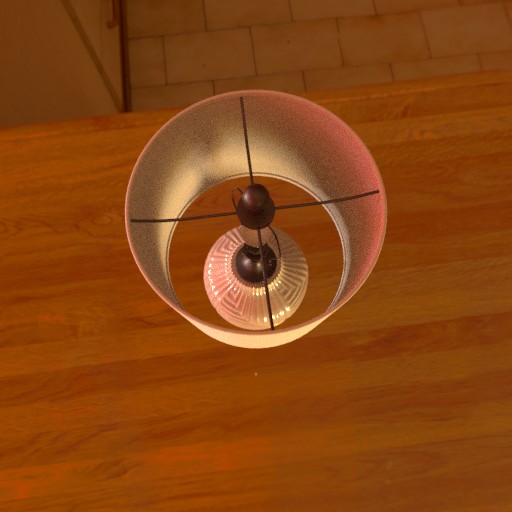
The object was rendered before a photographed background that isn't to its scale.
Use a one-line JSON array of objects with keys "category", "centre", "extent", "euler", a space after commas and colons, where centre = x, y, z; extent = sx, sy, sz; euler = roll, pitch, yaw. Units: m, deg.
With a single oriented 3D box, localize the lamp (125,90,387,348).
[{"category": "lamp", "centre": [0.000, 0.000, 0.778], "extent": [0.318, 0.567, 0.318], "euler": [0, 75, 0]}]
